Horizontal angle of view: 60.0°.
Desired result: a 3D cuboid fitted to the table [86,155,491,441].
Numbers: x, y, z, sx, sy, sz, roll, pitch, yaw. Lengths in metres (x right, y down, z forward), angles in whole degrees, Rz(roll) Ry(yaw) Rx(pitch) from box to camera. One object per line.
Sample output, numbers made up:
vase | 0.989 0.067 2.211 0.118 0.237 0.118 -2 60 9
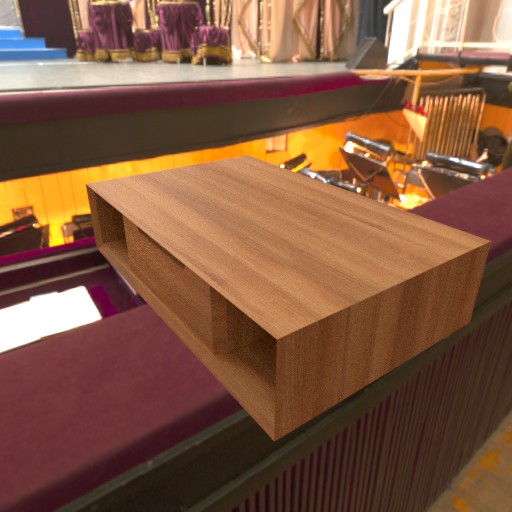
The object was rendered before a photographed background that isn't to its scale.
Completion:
table | 0.000 0.000 1.431 0.700 0.330 1.100 -18 32 -31
